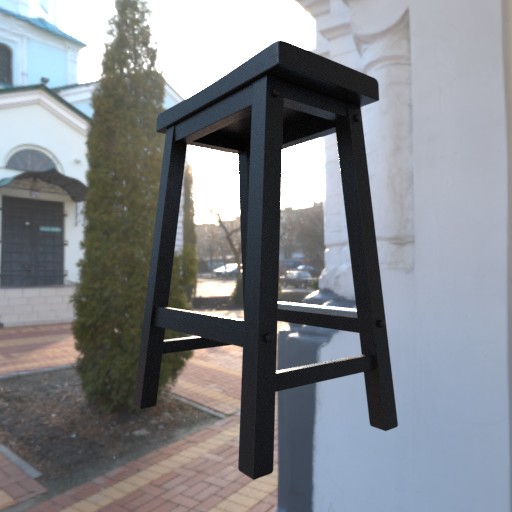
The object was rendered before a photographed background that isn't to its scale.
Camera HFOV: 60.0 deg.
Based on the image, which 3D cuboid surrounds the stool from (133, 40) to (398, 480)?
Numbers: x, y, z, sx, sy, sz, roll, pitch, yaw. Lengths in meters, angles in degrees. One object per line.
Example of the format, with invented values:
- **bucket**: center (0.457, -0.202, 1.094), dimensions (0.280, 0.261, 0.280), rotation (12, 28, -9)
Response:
- **stool**: center (0.000, 0.000, 0.854), dimensions (0.322, 0.610, 0.406), rotation (1, -2, -38)
